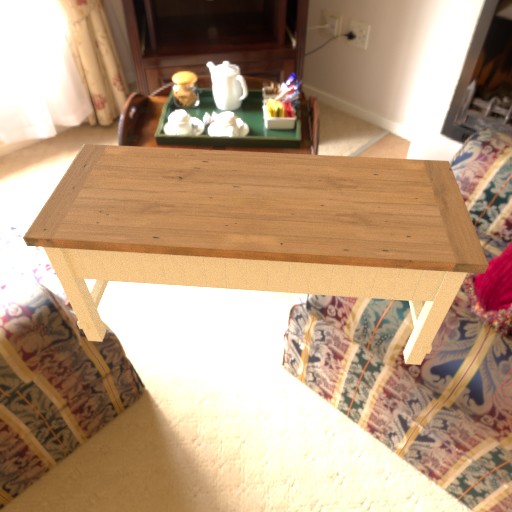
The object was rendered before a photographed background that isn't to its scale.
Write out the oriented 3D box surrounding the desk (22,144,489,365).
[{"bbox_3d":[0.000,0.000,2.220,1.803,0.762,0.688,3,46,3],"label":"desk"}]
